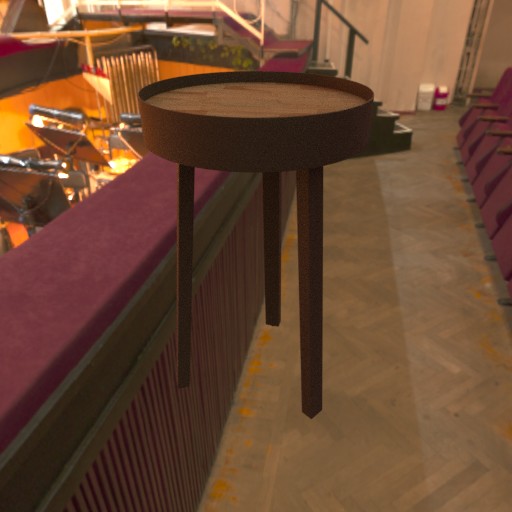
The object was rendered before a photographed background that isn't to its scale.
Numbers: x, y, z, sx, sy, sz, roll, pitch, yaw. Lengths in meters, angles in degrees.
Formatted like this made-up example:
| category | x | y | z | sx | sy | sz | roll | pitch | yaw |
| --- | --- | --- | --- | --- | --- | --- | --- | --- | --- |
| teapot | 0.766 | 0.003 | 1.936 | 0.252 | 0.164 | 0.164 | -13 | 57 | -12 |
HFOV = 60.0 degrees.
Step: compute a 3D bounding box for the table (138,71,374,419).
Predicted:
| category | x | y | z | sx | sy | sz | roll | pitch | yaw |
| --- | --- | --- | --- | --- | --- | --- | --- | --- | --- |
| table | 0.000 | 0.000 | 0.957 | 0.406 | 0.686 | 0.406 | 9 | 32 | 14 |
